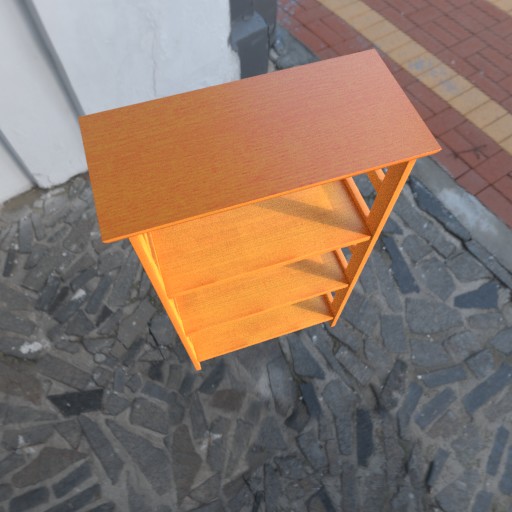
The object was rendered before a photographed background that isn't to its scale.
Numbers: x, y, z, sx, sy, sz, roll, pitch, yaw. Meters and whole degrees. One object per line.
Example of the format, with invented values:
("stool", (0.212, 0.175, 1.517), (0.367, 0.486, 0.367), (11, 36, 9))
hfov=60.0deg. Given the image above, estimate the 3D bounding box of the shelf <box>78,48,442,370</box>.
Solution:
("shelf", (0.000, 0.000, 1.354), (0.660, 1.067, 0.305), (-16, 64, -8))
